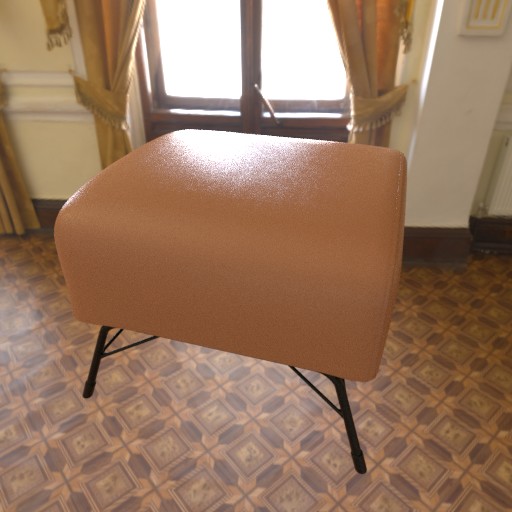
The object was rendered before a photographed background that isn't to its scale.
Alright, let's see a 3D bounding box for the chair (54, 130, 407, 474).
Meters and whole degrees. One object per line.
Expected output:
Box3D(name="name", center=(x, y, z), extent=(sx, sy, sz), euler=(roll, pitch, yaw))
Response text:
Box3D(name="chair", center=(0.000, 0.000, 0.878), extent=(0.530, 0.410, 0.530), euler=(9, 33, 15))
